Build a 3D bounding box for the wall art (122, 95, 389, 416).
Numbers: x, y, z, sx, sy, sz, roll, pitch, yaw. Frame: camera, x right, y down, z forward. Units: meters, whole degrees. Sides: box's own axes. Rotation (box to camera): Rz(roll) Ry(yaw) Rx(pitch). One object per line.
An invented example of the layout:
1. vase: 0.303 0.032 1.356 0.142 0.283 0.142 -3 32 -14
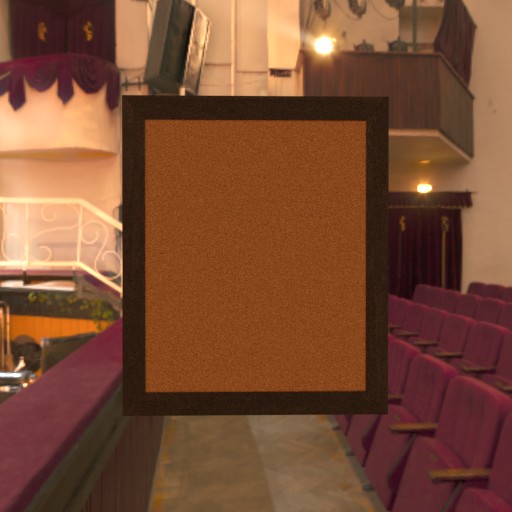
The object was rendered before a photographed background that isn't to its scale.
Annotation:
1. wall art: 0.000 0.000 0.798 0.476 0.570 0.013 0 0 -1
